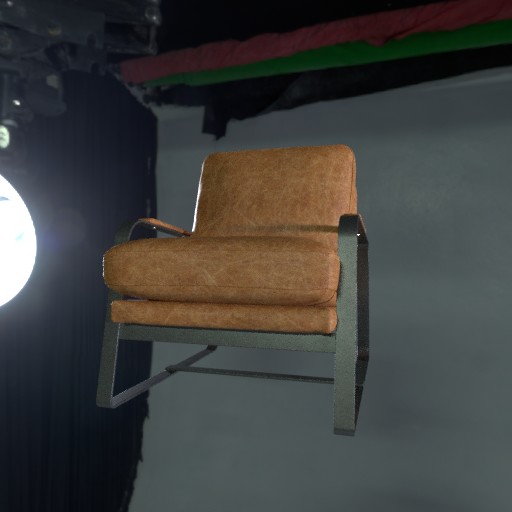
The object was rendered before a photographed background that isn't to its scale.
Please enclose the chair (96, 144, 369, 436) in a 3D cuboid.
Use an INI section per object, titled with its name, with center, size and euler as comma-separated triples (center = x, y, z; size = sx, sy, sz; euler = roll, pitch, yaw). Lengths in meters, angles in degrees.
[chair]
center = 0.000, 0.000, 1.369
size = 0.651, 0.777, 0.801
euler = 0, 0, 17
